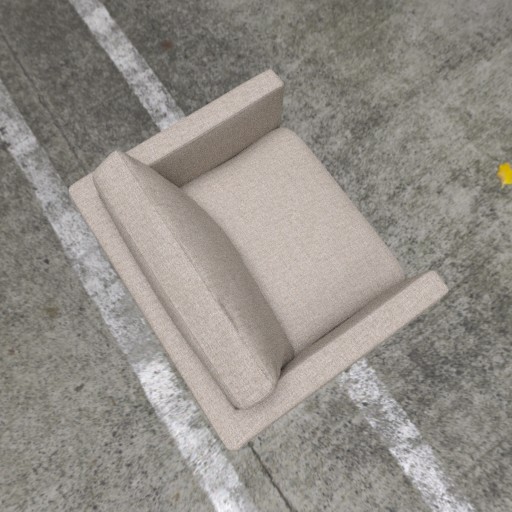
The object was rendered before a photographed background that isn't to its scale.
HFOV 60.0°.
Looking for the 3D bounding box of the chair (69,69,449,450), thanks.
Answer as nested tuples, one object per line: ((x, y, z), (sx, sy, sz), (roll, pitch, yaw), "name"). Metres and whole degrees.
((0.000, 0.000, 1.826), (0.959, 0.961, 1.107), (-33, 78, -8), "chair")
